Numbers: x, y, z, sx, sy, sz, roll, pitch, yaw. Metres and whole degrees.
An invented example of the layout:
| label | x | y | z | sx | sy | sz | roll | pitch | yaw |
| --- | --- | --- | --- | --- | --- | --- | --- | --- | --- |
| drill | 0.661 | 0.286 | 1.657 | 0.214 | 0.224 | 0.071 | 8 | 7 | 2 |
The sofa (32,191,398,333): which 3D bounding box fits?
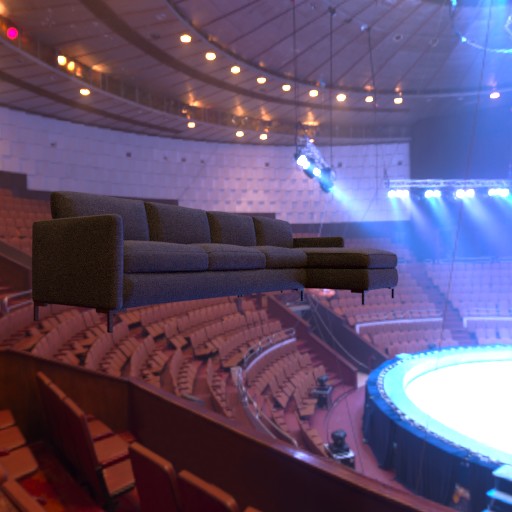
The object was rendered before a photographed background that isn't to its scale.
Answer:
| label | x | y | z | sx | sy | sz | roll | pitch | yaw |
| --- | --- | --- | --- | --- | --- | --- | --- | --- | --- |
| sofa | 0.000 | 0.000 | 3.500 | 1.350 | 0.810 | 2.932 | 0 | 0 | 35 |
